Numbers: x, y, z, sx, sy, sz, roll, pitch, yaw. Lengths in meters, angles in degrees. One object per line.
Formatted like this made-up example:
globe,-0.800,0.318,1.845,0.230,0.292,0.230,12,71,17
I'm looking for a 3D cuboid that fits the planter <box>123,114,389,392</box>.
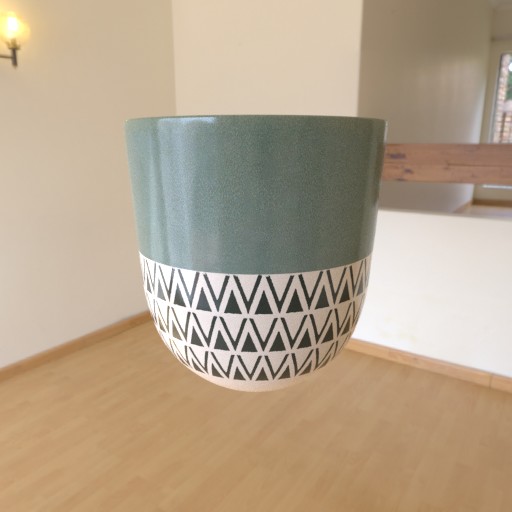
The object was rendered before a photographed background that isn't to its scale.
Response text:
planter,0.000,0.000,0.371,0.198,0.214,0.198,0,14,0
